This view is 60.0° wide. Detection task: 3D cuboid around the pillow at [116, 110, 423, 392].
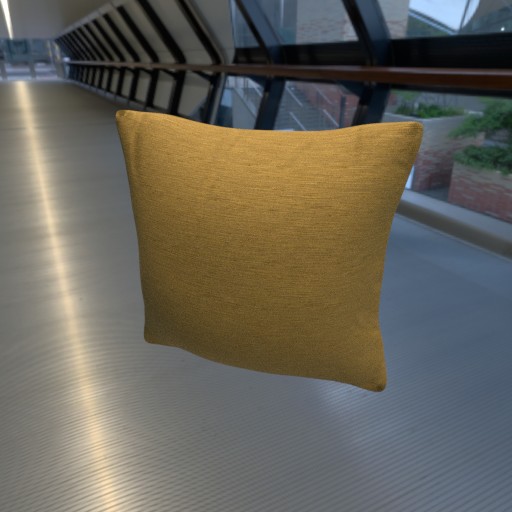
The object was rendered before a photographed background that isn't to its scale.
[{"bbox_3d":[0.000,0.000,0.681,0.435,0.417,0.247,8,26,16],"label":"pillow"}]
